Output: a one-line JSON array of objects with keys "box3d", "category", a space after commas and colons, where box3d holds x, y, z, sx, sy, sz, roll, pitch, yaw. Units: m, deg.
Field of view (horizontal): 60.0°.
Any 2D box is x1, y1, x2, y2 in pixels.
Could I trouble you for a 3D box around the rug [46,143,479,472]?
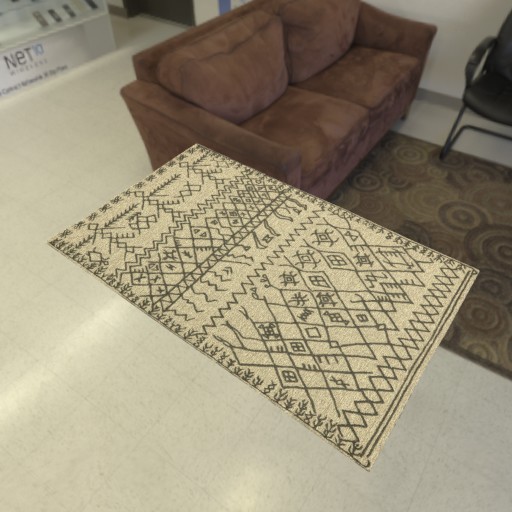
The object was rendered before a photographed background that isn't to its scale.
[{"box3d": [0.000, 0.000, 2.930, 2.444, 0.012, 1.530, 29, 53, 25], "category": "rug"}]
